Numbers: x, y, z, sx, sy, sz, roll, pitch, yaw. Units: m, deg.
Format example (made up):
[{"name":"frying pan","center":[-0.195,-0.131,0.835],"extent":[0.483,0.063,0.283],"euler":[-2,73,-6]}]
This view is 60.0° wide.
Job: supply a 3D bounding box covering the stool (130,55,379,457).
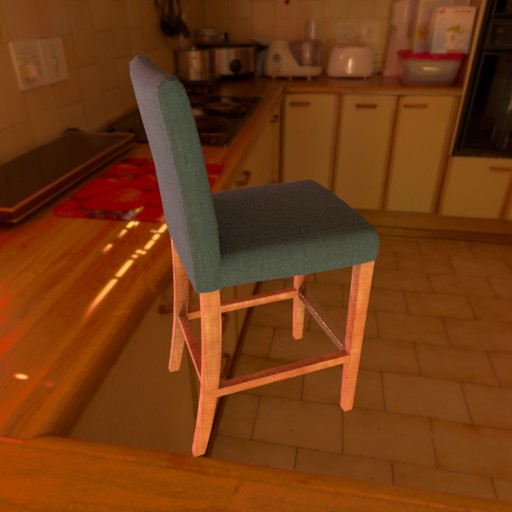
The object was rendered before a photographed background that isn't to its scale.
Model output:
[{"name":"stool","center":[0.000,0.000,1.332],"extent":[0.574,1.088,0.454],"euler":[-11,32,-18]}]
